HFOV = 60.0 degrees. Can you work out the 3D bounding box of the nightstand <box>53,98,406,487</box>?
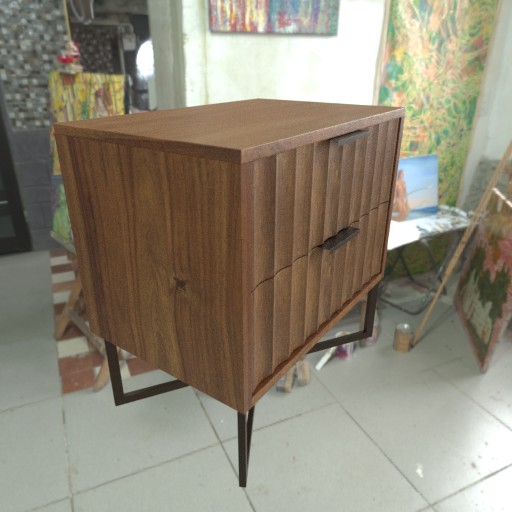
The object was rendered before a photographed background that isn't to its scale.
[{"bbox_3d":[0.000,0.000,1.006,0.427,0.615,0.613,16,29,32],"label":"nightstand"}]
